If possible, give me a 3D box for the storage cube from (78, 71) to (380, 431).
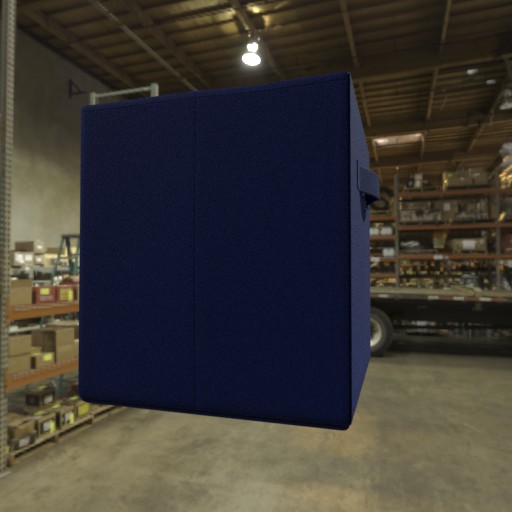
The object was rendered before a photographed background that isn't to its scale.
[{"bbox_3d":[0.000,0.000,0.502,0.270,0.280,0.270,0,-1,18],"label":"storage cube"}]
